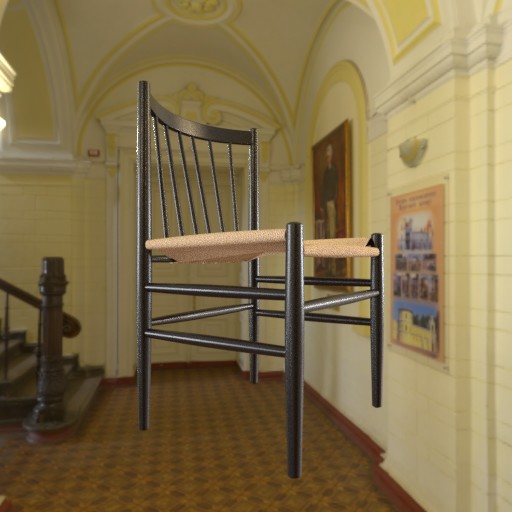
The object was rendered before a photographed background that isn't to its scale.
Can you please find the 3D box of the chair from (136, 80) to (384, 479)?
[{"bbox_3d":[0.000,0.000,1.140,0.516,0.818,0.495,0,0,34],"label":"chair"}]
